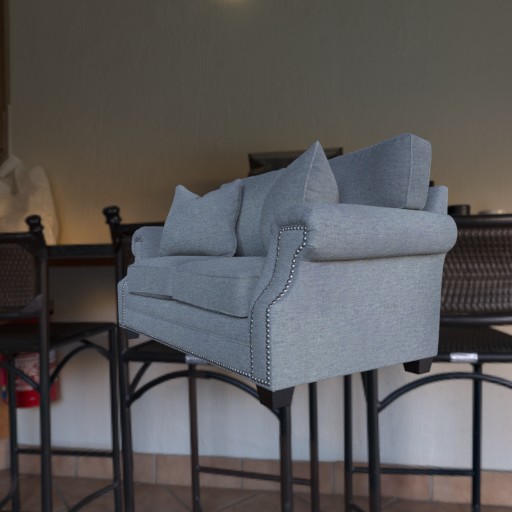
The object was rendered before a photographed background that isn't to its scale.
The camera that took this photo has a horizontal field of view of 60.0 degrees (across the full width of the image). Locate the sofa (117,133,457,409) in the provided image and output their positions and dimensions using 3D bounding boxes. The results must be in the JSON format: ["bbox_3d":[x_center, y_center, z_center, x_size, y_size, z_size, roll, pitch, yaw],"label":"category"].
[{"bbox_3d":[0.000,0.000,2.253,0.966,0.966,1.701,0,0,-34],"label":"sofa"}]
